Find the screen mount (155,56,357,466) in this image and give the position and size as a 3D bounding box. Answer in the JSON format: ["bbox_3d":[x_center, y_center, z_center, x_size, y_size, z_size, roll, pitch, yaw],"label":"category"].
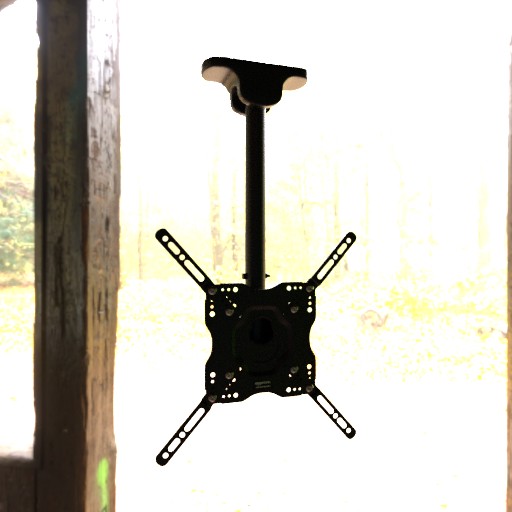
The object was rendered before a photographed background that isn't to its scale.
[{"bbox_3d":[0.000,0.000,0.865,0.393,0.729,0.090,0,0,-18],"label":"screen mount"}]
